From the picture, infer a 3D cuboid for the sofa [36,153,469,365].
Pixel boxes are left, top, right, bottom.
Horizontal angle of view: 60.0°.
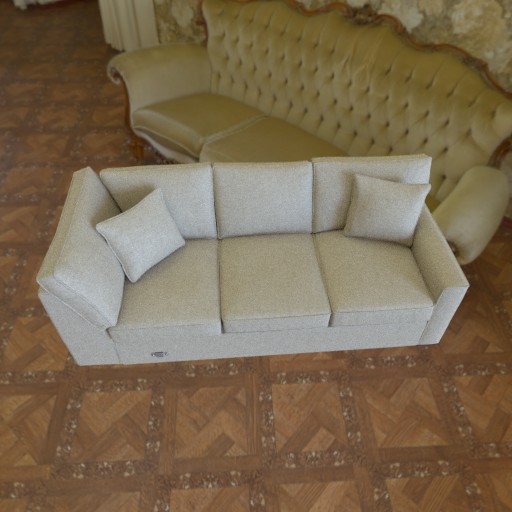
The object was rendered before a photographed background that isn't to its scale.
[{"bbox_3d":[0.000,0.000,2.844,2.323,0.948,1.053,-3,46,-3],"label":"sofa"}]
